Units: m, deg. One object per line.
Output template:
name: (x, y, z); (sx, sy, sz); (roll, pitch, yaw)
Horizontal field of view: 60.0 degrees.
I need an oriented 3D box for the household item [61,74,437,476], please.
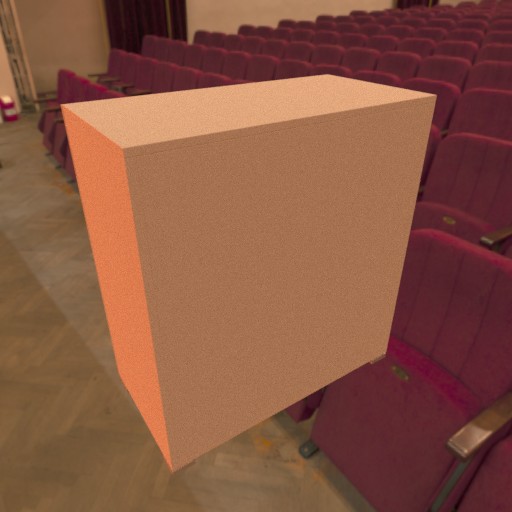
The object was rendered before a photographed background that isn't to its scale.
household item: (0.000, 0.000, 1.279); (0.800, 0.870, 0.420); (-19, 35, -29)
